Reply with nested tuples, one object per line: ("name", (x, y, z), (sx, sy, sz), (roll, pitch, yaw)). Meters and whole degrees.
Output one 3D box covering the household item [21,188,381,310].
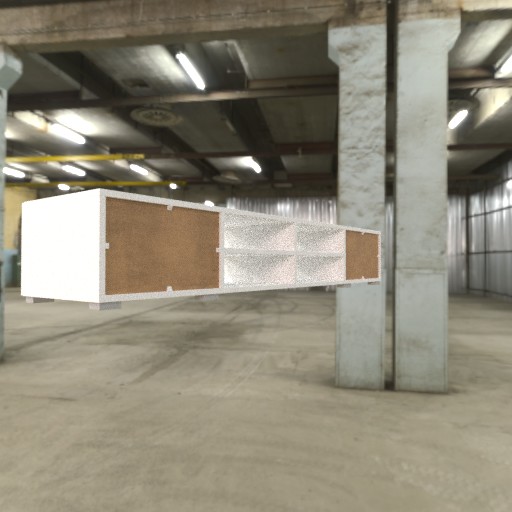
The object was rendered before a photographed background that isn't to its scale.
("household item", (0.000, 0.000, 1.982), (0.420, 0.310, 1.850), (-1, -1, 37))
